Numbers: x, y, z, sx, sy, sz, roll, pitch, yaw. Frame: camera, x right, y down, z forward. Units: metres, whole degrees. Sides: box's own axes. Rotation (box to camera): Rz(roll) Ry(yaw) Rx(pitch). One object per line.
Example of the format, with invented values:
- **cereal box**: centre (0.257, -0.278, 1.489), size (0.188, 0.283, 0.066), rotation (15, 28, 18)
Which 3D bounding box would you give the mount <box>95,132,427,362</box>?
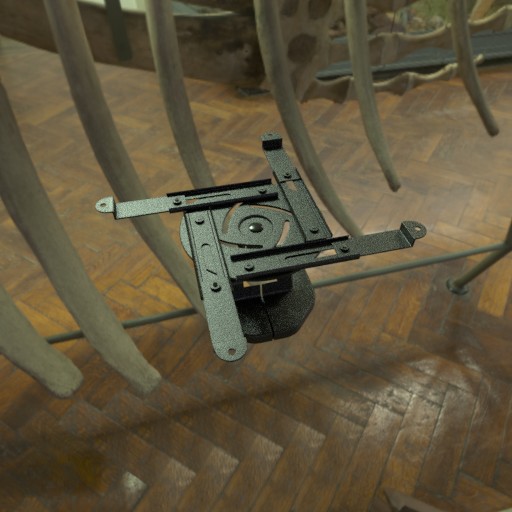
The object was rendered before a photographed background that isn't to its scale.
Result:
- **mount**: centre (0.000, 0.000, 0.608), size (0.394, 0.141, 0.394), rotation (-10, 46, -10)
